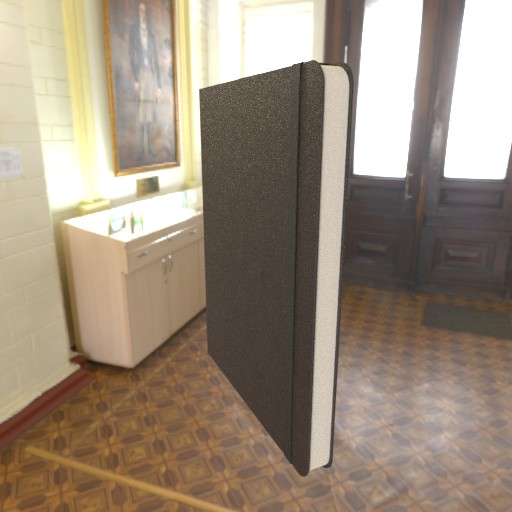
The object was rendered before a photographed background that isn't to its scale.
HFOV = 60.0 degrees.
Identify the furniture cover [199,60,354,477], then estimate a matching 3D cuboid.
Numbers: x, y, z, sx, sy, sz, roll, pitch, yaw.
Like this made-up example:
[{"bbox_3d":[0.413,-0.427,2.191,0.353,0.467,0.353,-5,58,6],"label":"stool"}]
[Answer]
[{"bbox_3d":[0.000,0.000,0.374,0.023,0.281,0.216,-7,17,-24],"label":"furniture cover"}]
